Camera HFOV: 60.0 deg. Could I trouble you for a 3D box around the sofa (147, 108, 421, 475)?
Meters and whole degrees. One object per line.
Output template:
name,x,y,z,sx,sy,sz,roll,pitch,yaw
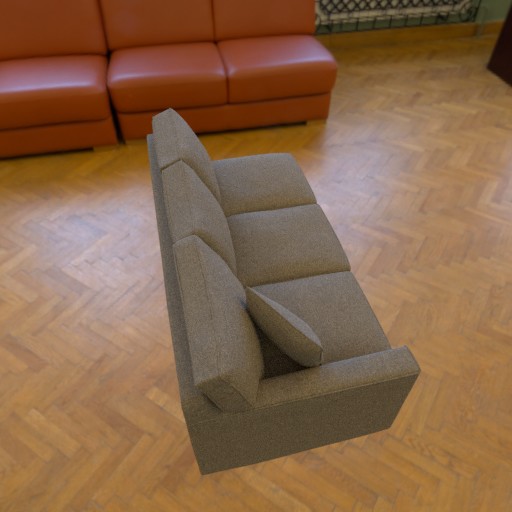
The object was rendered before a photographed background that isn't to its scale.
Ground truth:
sofa,0.000,0.000,2.562,1.034,0.946,1.963,-10,47,-9
